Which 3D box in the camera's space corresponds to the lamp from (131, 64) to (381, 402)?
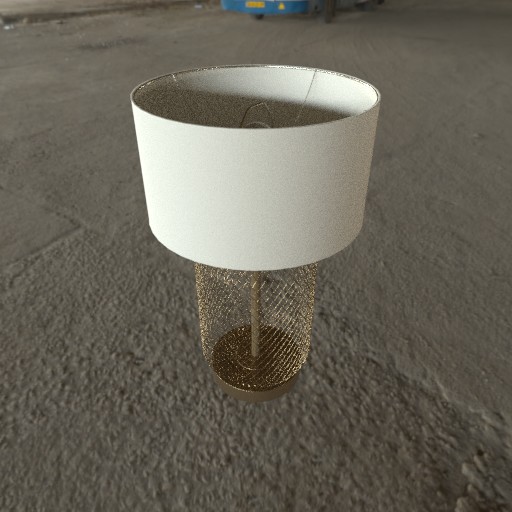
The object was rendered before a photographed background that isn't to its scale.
[{"bbox_3d":[0.000,0.000,0.799,0.353,0.578,0.353,0,34,0],"label":"lamp"}]
